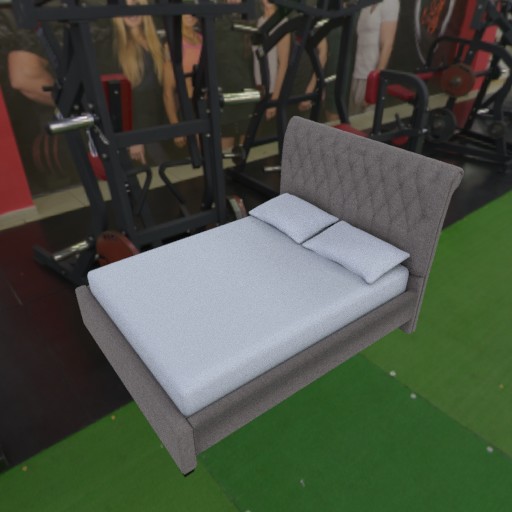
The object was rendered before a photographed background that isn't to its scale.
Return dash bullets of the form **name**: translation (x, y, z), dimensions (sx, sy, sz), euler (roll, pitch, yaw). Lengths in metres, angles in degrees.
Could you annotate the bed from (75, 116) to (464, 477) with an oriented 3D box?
- **bed**: translation (0.000, 0.000, 3.271), dimensions (2.252, 1.371, 1.645), euler (-22, 38, -31)
